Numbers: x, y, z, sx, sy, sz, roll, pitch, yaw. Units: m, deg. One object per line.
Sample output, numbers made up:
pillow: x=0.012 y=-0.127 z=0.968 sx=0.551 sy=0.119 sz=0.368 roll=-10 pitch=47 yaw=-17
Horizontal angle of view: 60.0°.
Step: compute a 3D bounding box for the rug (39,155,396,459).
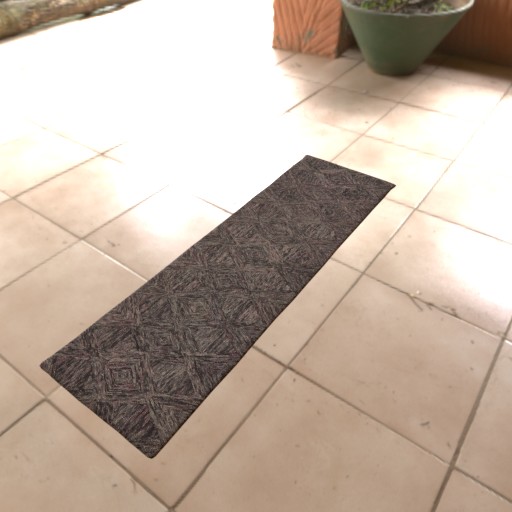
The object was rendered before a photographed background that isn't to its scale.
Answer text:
rug: x=0.000 y=0.000 z=2.493 sx=0.719 sy=0.013 sz=2.305 roll=26 pitch=48 yaw=26
